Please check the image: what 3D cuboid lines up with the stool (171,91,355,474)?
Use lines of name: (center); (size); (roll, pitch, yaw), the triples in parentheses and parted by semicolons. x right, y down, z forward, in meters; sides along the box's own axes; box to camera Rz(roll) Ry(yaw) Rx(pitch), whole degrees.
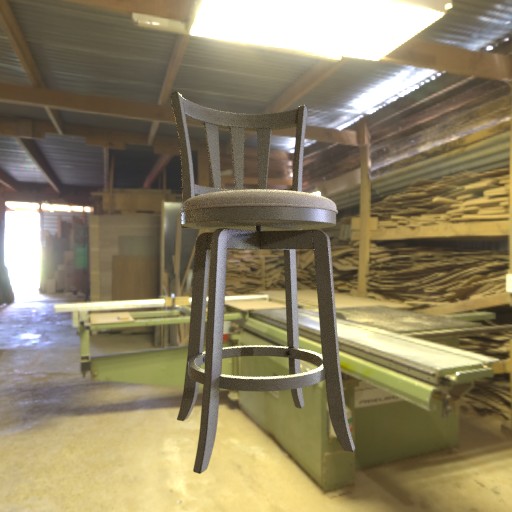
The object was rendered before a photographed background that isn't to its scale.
stool: (0.000, 0.000, 1.264); (0.450, 0.994, 0.486); (0, 0, -16)
